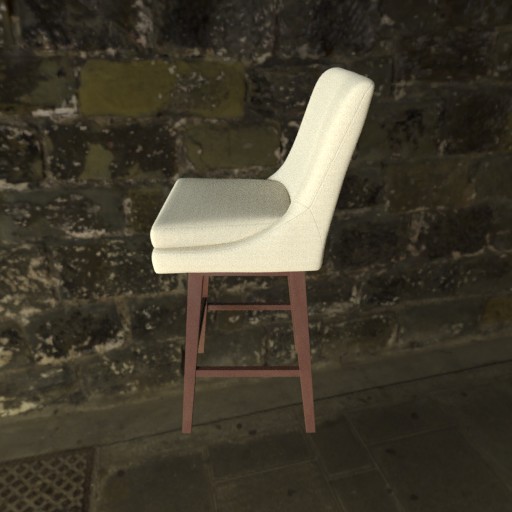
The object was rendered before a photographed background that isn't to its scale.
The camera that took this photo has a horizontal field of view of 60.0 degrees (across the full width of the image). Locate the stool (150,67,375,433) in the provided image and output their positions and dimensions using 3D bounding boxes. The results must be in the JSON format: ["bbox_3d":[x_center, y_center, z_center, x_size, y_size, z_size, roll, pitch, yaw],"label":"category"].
[{"bbox_3d":[0.000,0.000,1.417,0.559,1.093,0.483,0,26,0],"label":"stool"}]
